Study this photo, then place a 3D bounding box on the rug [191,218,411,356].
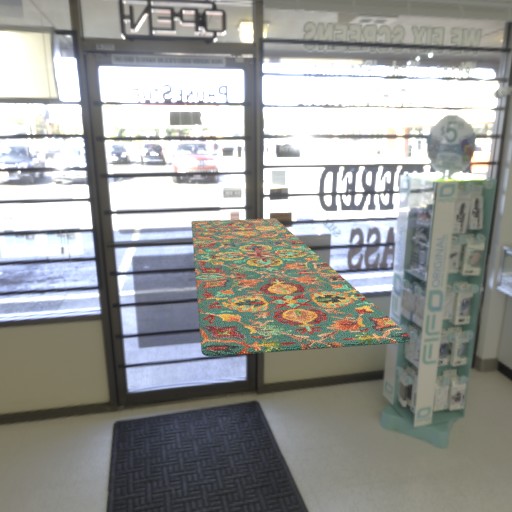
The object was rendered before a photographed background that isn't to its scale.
[{"bbox_3d":[0.000,0.000,2.481,0.686,0.013,2.286,-2,15,-9],"label":"rug"}]
